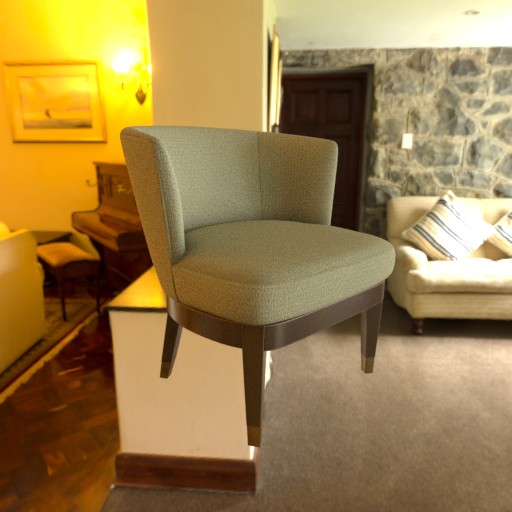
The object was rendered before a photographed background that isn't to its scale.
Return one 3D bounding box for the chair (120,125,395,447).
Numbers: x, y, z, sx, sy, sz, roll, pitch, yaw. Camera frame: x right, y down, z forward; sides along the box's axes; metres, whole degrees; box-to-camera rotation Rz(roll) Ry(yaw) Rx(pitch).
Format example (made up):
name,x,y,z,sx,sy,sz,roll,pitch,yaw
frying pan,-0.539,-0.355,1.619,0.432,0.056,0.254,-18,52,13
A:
name,x,y,z,sx,sy,sz,roll,pitch,yaw
chair,0.000,0.000,1.316,0.700,0.760,0.660,-13,19,-43
